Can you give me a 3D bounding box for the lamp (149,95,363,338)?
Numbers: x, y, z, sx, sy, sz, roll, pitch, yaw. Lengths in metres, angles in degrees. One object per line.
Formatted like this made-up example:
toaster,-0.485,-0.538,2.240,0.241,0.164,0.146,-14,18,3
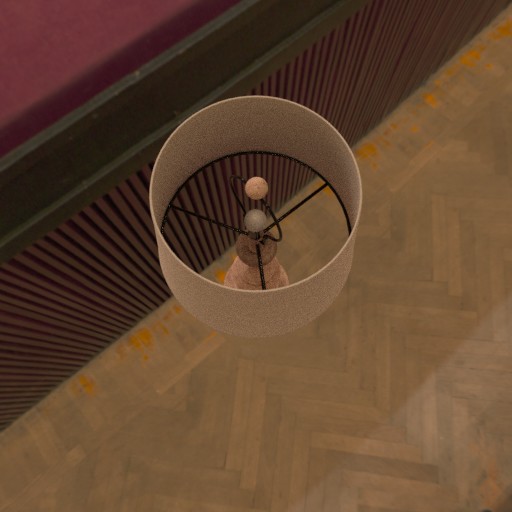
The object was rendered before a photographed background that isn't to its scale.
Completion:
lamp,0.000,0.000,0.880,0.340,0.678,0.340,0,75,0
